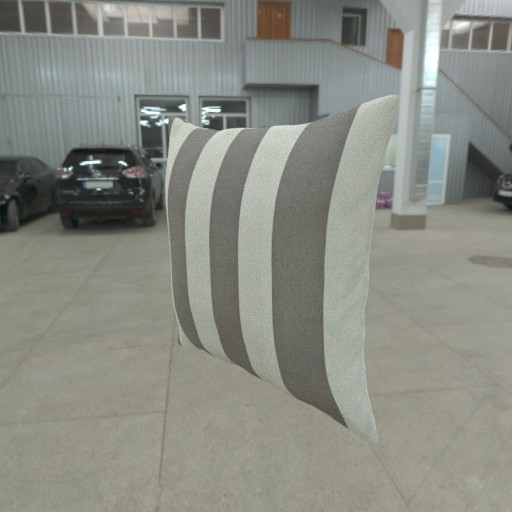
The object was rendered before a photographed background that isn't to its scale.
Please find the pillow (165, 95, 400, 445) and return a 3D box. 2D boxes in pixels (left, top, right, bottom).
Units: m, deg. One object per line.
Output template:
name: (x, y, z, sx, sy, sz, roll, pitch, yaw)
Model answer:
pillow: (0.000, 0.000, 0.789, 0.192, 0.507, 0.522, -13, 18, -42)
